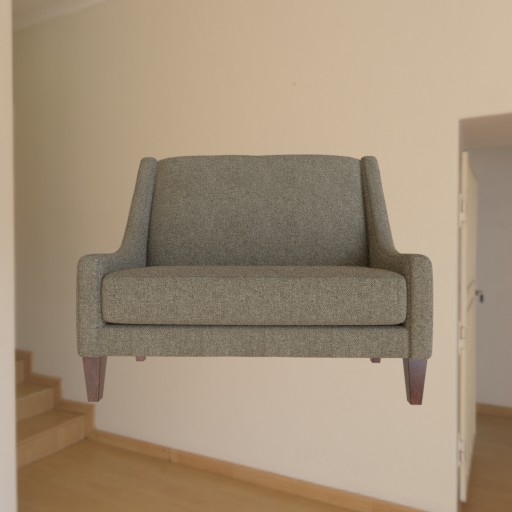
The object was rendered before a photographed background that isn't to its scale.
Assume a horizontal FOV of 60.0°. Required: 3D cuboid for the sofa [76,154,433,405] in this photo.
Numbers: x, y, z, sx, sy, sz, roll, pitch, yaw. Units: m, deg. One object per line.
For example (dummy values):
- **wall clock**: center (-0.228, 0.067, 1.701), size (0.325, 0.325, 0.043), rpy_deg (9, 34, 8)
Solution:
- **sofa**: center (0.000, 0.000, 1.917), size (1.242, 1.021, 0.870), rpy_deg (0, 1, 2)
